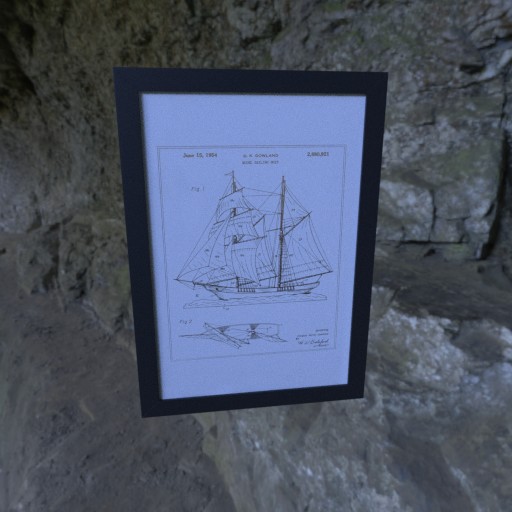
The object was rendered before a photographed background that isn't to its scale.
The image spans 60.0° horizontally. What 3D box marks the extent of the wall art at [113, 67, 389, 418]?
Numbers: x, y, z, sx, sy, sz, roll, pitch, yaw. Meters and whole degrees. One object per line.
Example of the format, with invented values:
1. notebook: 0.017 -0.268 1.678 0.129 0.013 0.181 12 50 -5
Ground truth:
1. wall art: 0.000 0.000 0.685 0.381 0.534 0.013 -2 16 -8
